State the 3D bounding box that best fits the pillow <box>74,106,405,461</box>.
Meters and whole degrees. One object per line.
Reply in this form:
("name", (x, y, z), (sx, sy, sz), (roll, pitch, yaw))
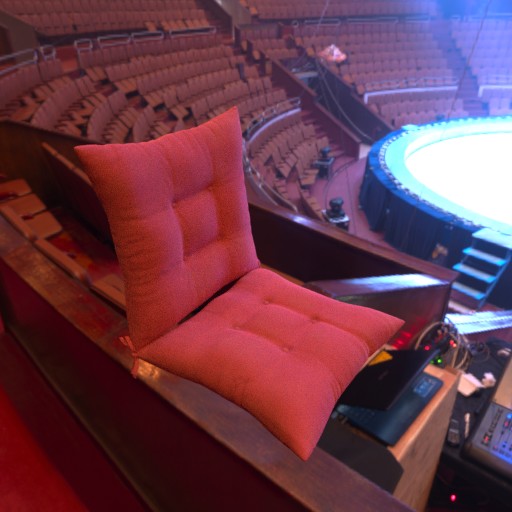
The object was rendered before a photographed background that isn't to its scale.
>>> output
("pillow", (0.000, 0.000, 1.011), (0.585, 0.536, 0.541), (19, 34, 31))
